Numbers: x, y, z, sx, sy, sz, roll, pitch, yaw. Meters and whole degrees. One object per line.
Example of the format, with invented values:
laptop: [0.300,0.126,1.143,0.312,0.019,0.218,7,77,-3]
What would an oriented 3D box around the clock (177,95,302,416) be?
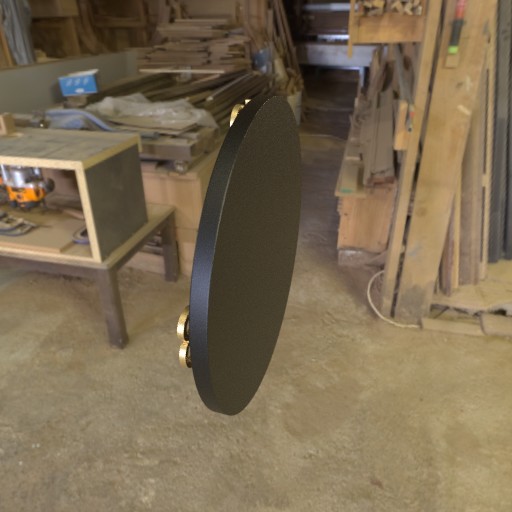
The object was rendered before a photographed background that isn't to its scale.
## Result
clock: [0.000,0.000,0.663,0.038,0.454,0.454,9,30,15]
